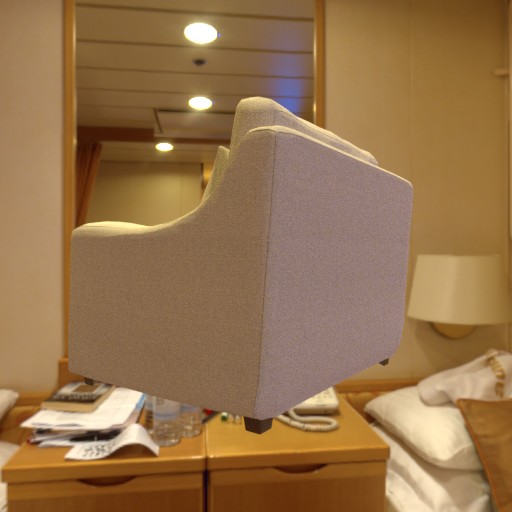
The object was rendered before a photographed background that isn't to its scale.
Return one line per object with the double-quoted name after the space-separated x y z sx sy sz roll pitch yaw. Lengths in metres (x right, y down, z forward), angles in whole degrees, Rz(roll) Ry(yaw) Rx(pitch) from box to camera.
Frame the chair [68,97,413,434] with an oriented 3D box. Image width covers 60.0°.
0.000 0.000 1.907 1.009 1.016 1.178 0 0 36 "chair"
